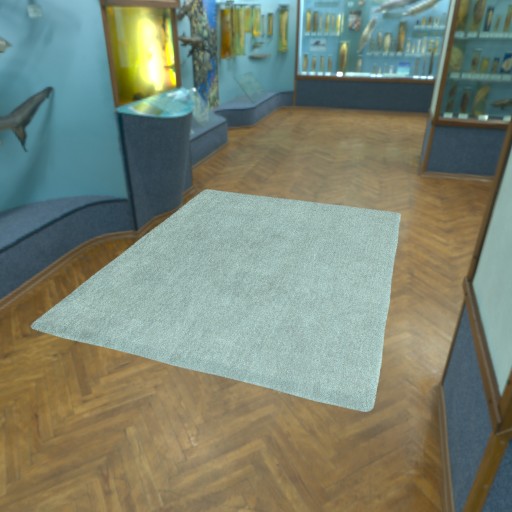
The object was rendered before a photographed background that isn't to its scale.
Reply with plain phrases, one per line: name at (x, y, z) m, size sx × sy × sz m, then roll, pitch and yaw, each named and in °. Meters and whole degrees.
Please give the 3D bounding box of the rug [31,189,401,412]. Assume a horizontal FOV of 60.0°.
rug at (0.000, 0.000, 3.904) m, size 2.332 × 0.027 × 2.933 m, roll 9°, pitch 30°, yaw 17°
